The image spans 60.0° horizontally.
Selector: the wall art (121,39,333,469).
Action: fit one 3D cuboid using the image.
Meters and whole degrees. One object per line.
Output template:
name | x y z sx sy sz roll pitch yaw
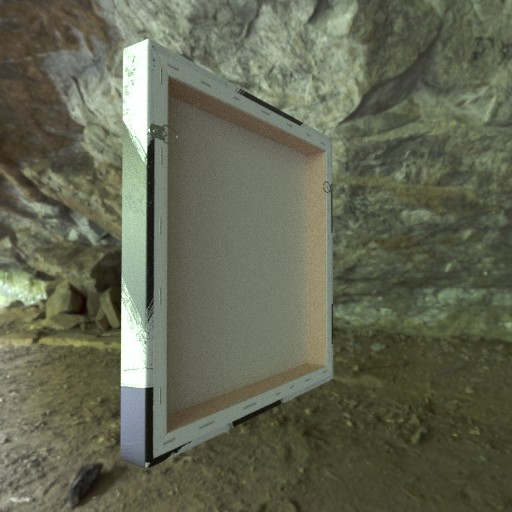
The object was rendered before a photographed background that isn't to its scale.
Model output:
wall art | 0.000 0.000 0.737 0.050 0.508 0.507 -1 -2 35
